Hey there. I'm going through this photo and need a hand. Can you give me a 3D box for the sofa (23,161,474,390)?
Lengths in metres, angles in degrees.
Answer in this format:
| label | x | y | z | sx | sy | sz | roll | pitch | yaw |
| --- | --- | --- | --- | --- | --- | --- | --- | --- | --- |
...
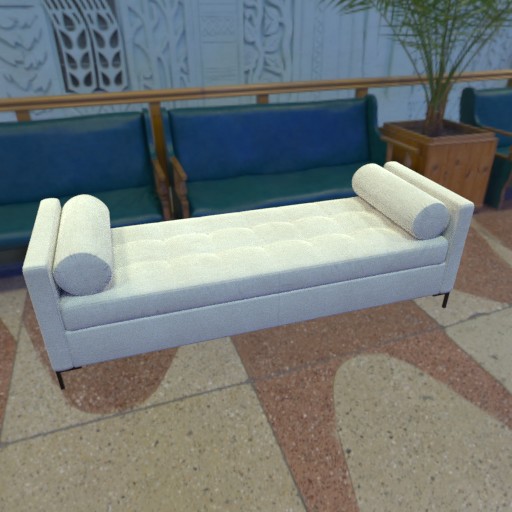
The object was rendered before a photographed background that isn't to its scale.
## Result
| label | x | y | z | sx | sy | sz | roll | pitch | yaw |
| --- | --- | --- | --- | --- | --- | --- | --- | --- | --- |
| sofa | 0.000 | 0.000 | 2.275 | 1.981 | 0.635 | 0.686 | -9 | 31 | -15 |
